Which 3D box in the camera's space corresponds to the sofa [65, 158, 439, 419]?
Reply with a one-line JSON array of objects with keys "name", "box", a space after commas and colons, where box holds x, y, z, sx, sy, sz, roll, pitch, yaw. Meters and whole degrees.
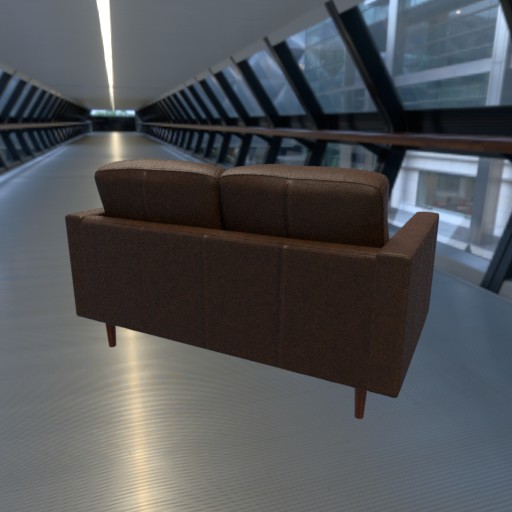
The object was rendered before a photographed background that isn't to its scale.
[{"name": "sofa", "box": [0.000, 0.000, 2.192, 1.578, 0.951, 0.909, 8, 17, 26]}]
